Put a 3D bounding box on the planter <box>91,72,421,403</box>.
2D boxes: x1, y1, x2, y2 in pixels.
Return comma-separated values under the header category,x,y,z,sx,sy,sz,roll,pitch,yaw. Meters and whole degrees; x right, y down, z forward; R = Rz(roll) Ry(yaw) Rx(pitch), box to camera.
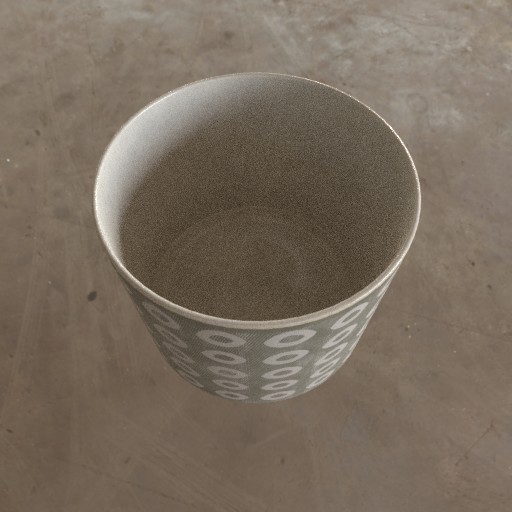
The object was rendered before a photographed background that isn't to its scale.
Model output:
category,x,y,z,sx,sy,sz,roll,pitch,yaw
planter,0.000,0.000,0.443,0.250,0.239,0.250,0,59,0
